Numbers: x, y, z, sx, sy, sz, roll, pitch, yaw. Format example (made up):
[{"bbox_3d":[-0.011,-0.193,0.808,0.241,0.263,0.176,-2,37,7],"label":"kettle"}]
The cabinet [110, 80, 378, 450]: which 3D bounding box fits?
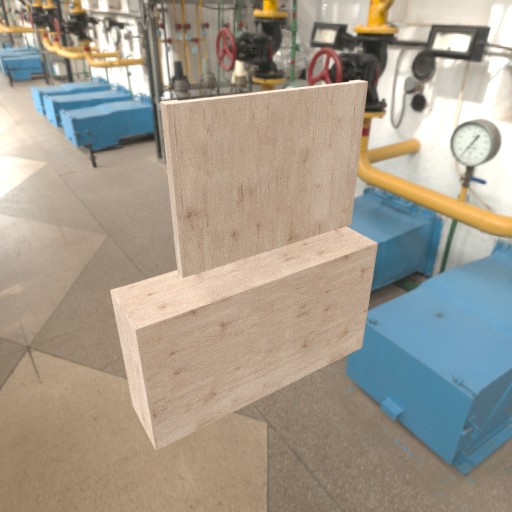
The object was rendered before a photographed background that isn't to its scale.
[{"bbox_3d":[0.000,0.000,2.728,1.700,1.981,0.420,-18,34,-28],"label":"cabinet"}]
